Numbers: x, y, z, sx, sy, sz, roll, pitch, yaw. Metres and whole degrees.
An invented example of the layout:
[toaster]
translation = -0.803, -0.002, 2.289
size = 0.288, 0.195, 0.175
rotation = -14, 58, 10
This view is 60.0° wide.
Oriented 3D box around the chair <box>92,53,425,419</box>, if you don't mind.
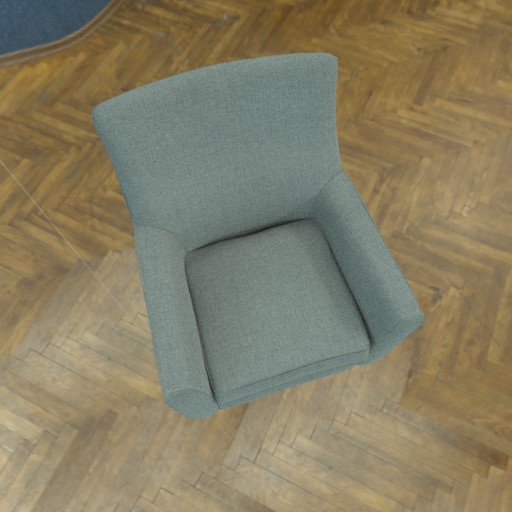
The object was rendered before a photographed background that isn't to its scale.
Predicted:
[chair]
translation = 0.000, 0.000, 1.758
size = 0.887, 1.047, 0.993
rotation = -16, 65, -8
